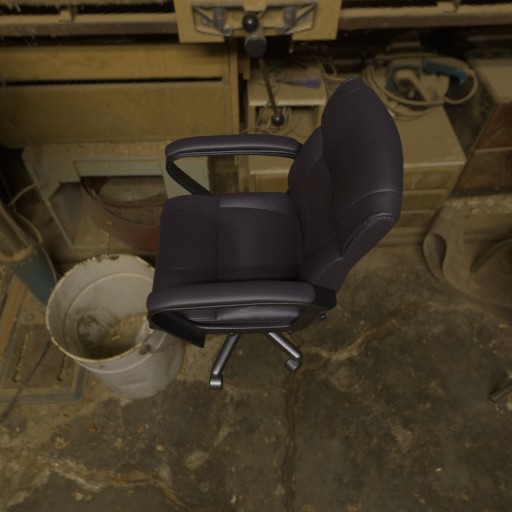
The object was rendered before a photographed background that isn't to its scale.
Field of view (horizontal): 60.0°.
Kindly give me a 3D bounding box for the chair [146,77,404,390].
[{"bbox_3d":[0.000,0.000,1.382,0.641,0.998,0.576,-1,57,-1],"label":"chair"}]
